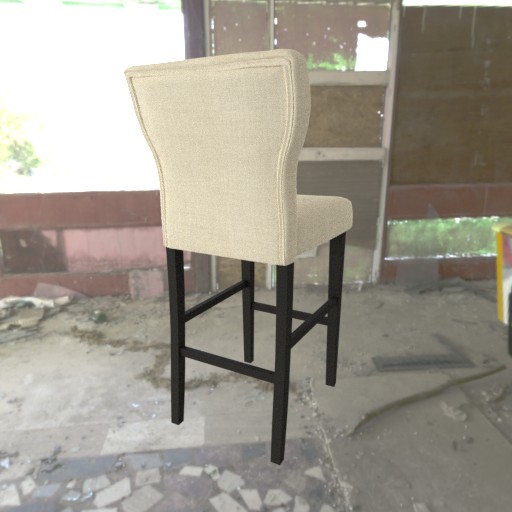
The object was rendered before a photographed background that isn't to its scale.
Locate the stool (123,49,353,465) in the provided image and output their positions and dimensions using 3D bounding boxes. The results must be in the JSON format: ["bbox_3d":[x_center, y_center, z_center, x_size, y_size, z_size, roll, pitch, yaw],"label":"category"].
[{"bbox_3d":[0.000,0.000,1.439,0.516,1.124,0.603,9,18,28],"label":"stool"}]
